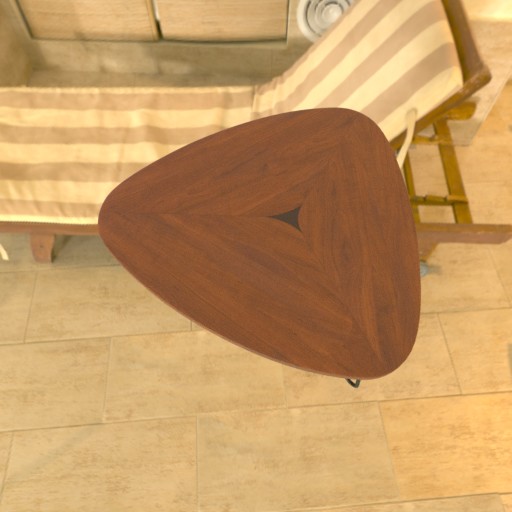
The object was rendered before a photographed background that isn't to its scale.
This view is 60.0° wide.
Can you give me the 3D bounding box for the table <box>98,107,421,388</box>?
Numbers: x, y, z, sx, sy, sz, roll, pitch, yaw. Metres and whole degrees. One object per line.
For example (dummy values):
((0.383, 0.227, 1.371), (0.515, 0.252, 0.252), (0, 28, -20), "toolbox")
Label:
((0.000, 0.000, 1.331), (0.821, 0.413, 0.833), (1, 59, 1), "table")
